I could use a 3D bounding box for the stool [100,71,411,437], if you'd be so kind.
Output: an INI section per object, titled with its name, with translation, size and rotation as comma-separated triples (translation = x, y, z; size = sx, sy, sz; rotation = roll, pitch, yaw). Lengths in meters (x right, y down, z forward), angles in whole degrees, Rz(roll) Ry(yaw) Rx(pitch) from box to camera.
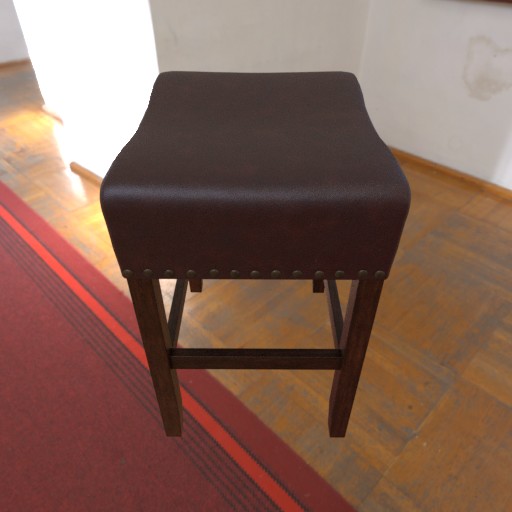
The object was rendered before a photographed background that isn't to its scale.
[stool]
translation = 0.000, 0.000, 0.908
size = 0.397, 0.608, 0.465
rotation = 0, 40, 0
